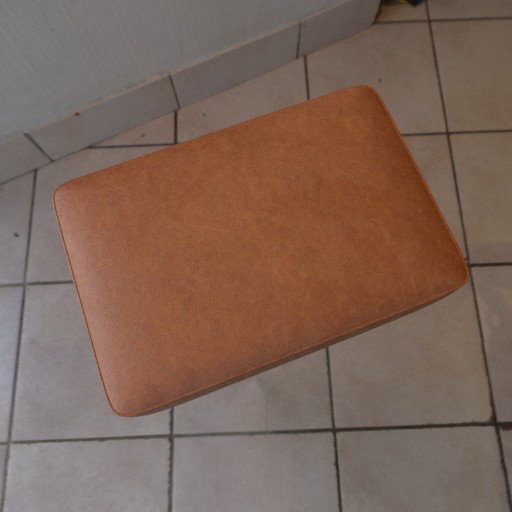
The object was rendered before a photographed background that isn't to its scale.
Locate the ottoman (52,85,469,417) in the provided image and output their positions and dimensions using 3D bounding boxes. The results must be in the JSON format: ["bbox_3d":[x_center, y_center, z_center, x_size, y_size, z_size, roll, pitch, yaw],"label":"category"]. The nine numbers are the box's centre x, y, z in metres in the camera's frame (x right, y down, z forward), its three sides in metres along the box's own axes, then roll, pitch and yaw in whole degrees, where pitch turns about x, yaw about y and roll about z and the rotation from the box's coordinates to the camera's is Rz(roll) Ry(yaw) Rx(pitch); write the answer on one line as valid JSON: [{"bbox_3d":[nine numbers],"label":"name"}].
[{"bbox_3d":[0.000,0.000,1.201,0.864,0.483,0.584,-20,76,-5],"label":"ottoman"}]
